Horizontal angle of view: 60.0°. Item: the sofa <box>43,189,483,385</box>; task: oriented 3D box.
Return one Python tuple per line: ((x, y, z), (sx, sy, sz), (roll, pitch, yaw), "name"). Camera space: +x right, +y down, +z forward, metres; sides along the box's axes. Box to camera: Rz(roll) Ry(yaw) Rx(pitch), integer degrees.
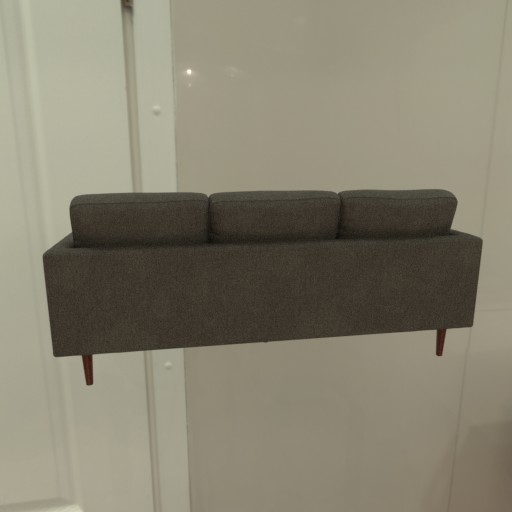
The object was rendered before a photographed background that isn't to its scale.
((0.000, 0.000, 2.945), (2.233, 0.956, 1.504), (-2, 13, -10), "sofa")
